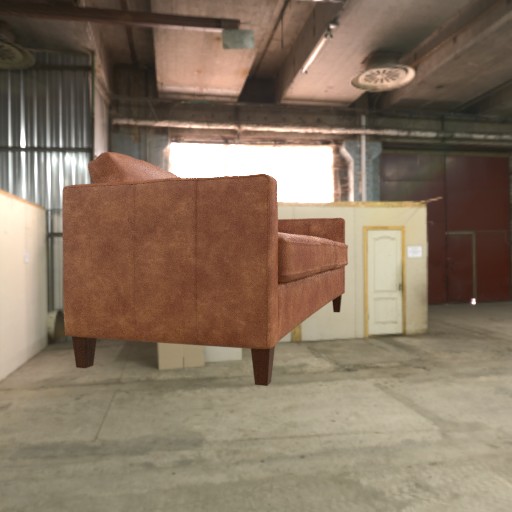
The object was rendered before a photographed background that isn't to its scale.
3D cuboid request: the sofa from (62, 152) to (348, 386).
[{"bbox_3d":[0.000,0.000,2.969,1.045,1.006,2.464,0,1,18],"label":"sofa"}]
